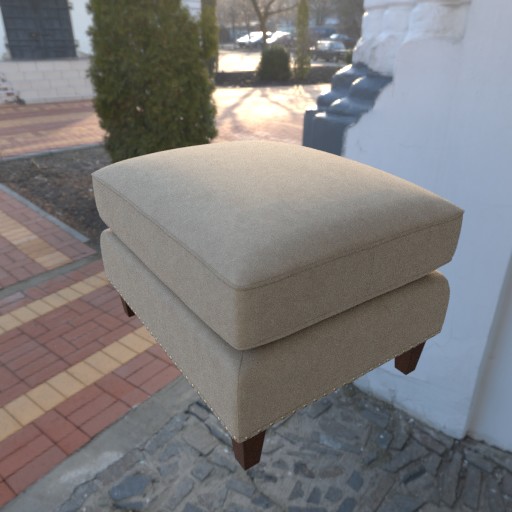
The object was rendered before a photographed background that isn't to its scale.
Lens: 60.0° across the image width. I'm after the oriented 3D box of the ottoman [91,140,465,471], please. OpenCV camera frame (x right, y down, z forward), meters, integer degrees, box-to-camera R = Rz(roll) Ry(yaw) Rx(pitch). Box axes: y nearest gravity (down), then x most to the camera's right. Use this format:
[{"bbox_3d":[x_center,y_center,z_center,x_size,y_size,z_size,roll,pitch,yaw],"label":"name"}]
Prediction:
[{"bbox_3d":[0.000,0.000,1.122,0.584,0.513,0.741,-17,31,-30],"label":"ottoman"}]
